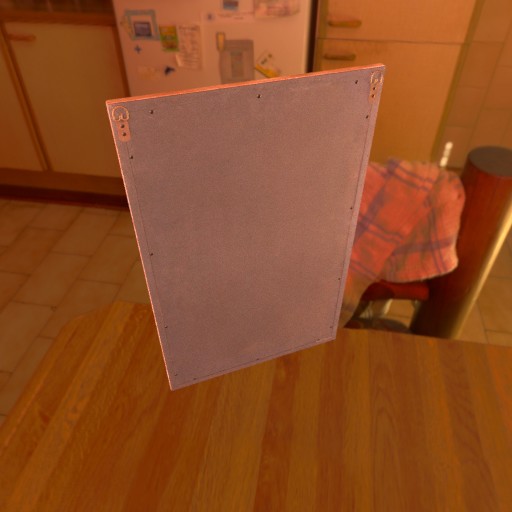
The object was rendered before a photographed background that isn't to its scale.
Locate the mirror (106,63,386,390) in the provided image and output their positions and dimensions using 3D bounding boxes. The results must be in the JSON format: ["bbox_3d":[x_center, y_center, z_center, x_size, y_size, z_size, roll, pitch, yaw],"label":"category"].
[{"bbox_3d":[0.000,0.000,1.007,0.495,0.787,0.058,-14,43,-15],"label":"mirror"}]
